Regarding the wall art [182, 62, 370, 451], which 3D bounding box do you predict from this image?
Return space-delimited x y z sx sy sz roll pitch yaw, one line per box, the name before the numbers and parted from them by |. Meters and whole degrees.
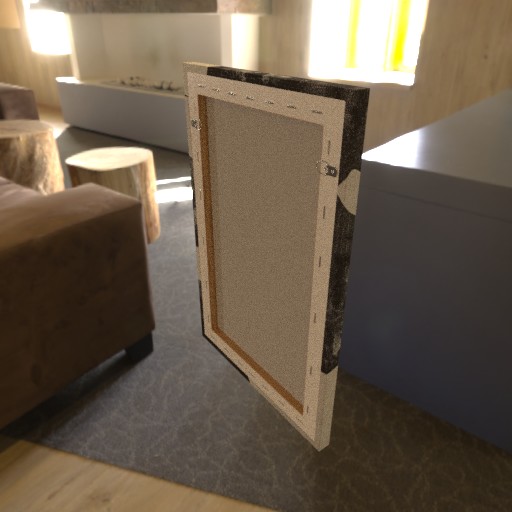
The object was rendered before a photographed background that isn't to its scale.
wall art | 0.000 0.000 1.190 0.041 0.915 0.610 -20 34 -32
